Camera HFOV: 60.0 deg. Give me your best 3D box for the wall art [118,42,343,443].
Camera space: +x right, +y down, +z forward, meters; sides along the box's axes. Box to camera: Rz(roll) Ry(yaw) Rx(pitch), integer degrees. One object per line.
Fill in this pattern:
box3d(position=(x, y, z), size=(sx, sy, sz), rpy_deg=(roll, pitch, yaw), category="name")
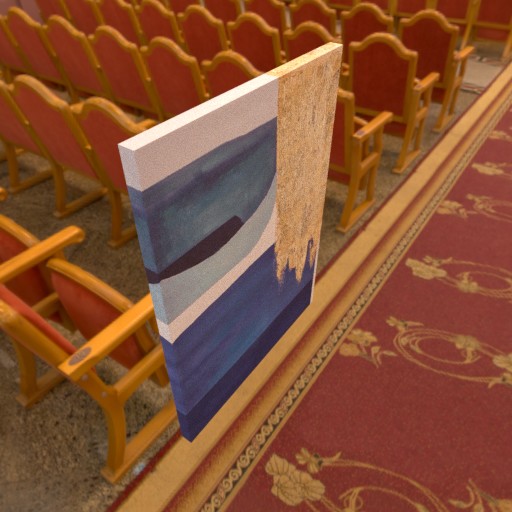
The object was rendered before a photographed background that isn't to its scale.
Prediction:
box3d(position=(0.000, 0.000, 0.796), size=(0.026, 0.613, 0.458), rpy_deg=(25, 47, 26), category="wall art")
